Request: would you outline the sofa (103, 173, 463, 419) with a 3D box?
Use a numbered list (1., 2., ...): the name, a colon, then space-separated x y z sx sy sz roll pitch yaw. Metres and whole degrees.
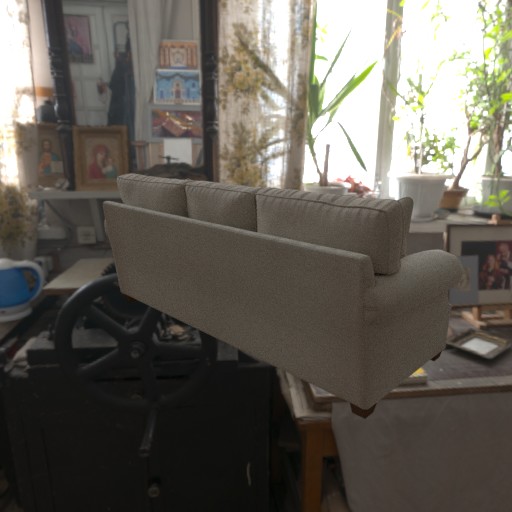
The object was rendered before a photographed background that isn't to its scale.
1. sofa: 0.000 0.000 2.829 2.312 0.975 0.965 15 21 43
